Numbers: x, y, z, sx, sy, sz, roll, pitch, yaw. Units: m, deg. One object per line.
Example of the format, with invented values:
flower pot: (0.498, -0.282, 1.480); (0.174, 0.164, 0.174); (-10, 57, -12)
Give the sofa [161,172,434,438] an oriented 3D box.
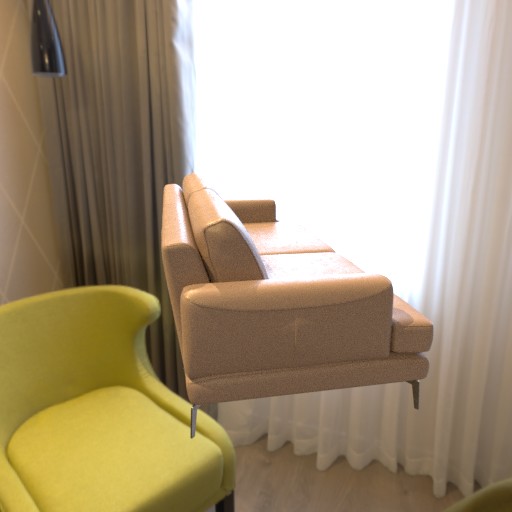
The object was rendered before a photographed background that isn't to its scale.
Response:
sofa: (0.000, 0.000, 2.425); (0.974, 0.765, 1.940); (-3, 17, -11)
